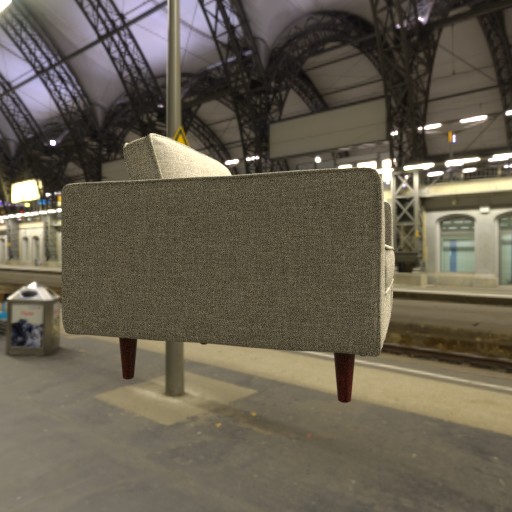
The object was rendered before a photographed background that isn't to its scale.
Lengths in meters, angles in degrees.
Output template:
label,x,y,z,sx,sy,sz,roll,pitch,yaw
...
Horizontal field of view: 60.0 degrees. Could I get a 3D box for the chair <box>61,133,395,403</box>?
label,x,y,z,sx,sy,sz,roll,pitch,yaw
chair,0.000,0.000,1.540,0.914,0.765,0.889,0,0,19
